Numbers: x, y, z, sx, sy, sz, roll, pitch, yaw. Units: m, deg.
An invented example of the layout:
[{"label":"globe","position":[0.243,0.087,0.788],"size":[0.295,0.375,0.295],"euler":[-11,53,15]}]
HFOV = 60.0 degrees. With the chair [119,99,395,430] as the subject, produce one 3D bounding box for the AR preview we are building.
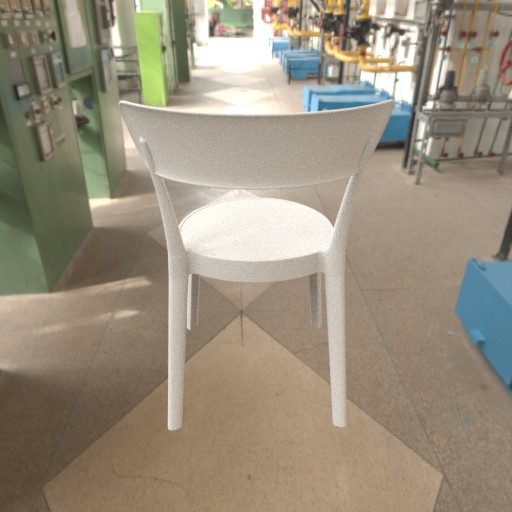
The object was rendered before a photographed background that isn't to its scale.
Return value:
[{"label":"chair","position":[0.000,0.000,1.100],"size":[0.506,0.790,0.491],"euler":[-1,29,-1]}]
